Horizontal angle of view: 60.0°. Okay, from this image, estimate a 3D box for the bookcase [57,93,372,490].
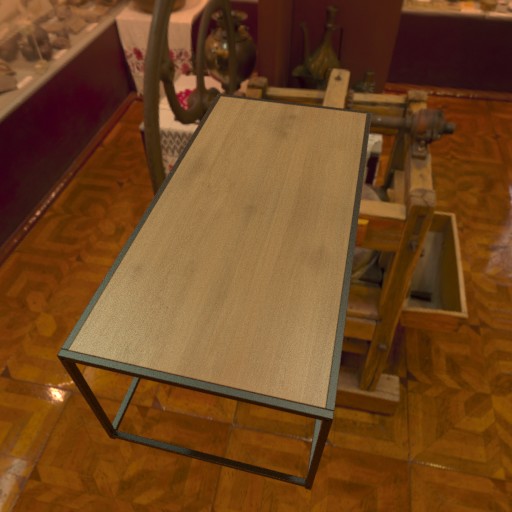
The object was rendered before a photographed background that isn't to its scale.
[{"bbox_3d":[0.000,0.000,1.235,0.500,0.400,1.000,10,48,9],"label":"bookcase"}]
